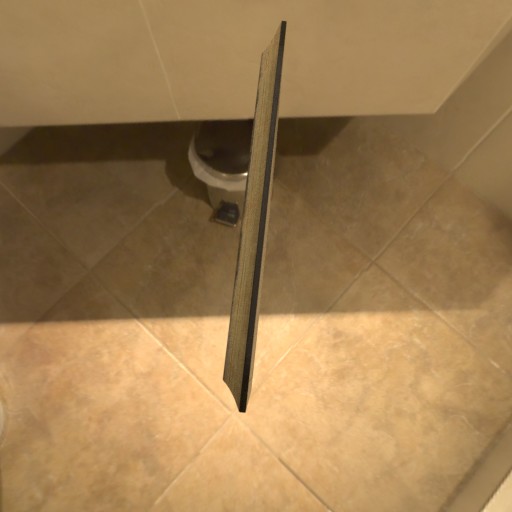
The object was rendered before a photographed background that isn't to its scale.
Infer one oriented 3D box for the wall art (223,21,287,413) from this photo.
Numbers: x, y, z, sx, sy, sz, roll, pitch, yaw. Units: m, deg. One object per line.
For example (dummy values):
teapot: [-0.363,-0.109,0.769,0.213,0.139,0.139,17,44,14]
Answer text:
wall art: [0.000,0.000,0.626,0.023,0.457,0.381,6,75,2]
